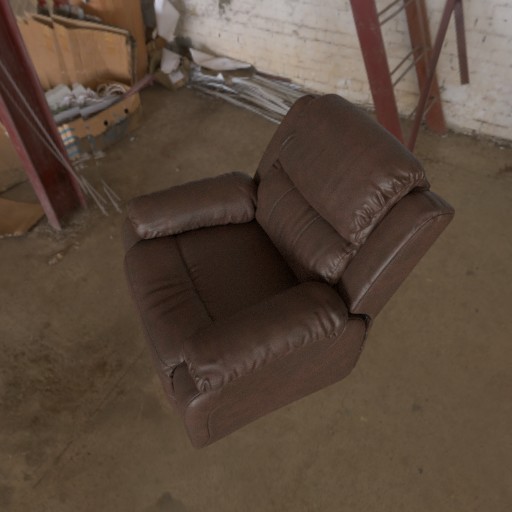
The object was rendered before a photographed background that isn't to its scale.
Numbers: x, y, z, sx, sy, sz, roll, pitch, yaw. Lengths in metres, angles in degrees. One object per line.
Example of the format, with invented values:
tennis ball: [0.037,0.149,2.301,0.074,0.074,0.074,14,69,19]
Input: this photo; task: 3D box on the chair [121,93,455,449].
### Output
chair: [0.000,0.000,1.235,0.707,0.702,0.680,-18,49,-17]
